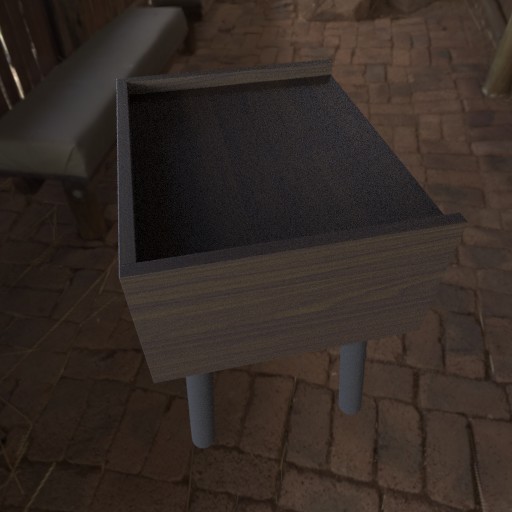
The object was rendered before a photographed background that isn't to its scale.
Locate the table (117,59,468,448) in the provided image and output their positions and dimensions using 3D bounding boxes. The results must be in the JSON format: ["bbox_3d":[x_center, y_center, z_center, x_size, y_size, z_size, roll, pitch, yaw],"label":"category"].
[{"bbox_3d":[0.000,0.000,0.774,0.370,0.470,0.450,-9,46,-9],"label":"table"}]
